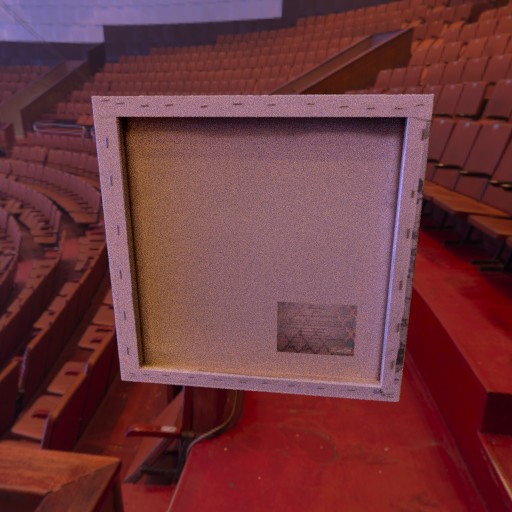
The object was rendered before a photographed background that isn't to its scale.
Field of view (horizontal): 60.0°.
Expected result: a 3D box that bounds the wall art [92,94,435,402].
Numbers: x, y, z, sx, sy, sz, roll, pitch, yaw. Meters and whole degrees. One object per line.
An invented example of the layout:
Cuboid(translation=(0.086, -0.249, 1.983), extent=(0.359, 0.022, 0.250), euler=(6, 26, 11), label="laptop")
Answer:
Cuboid(translation=(0.000, 0.000, 0.889), extent=(0.609, 0.607, 0.036), euler=(2, 18, 7), label="wall art")
